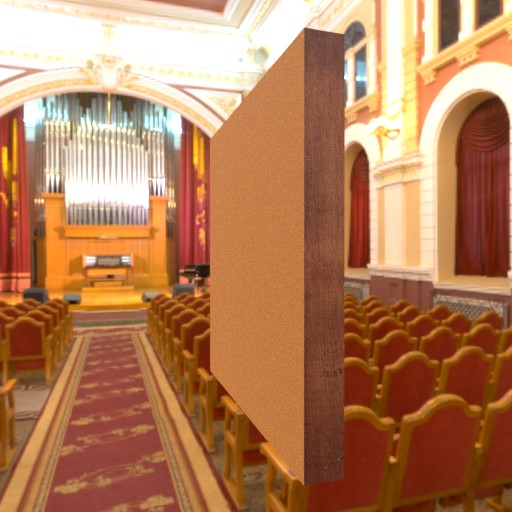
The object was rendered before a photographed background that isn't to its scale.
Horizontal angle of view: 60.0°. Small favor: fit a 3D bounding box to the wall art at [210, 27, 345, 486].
[{"bbox_3d":[0.000,0.000,0.562,0.038,0.385,0.386,0,0,-18],"label":"wall art"}]
